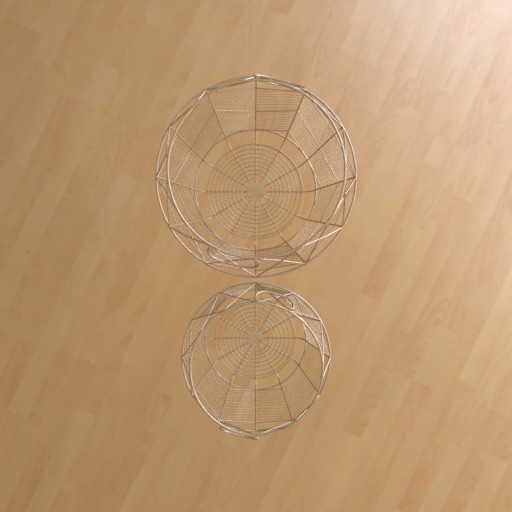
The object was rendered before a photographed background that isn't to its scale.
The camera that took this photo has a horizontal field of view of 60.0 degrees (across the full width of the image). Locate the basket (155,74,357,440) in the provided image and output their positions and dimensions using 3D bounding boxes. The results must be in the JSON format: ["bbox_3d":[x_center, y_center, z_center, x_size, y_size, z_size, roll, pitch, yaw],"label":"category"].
[{"bbox_3d":[0.000,0.000,1.067,0.451,0.343,0.805,0,91,0],"label":"basket"}]
